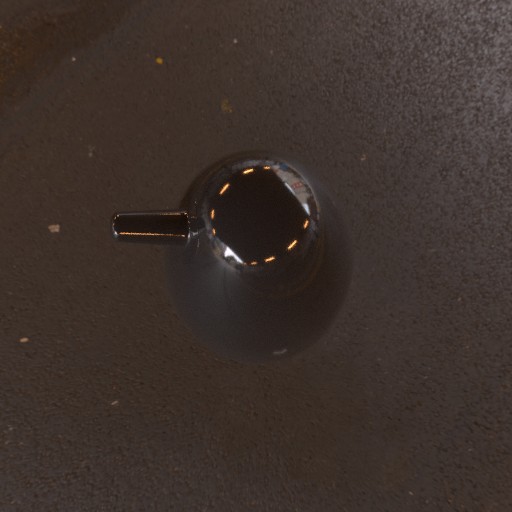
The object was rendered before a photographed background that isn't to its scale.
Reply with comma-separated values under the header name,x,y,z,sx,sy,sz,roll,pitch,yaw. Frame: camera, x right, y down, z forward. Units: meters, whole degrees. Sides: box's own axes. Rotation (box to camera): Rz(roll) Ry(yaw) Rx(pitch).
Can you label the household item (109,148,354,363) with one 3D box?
name,x,y,z,sx,sy,sz,roll,pitch,yaw
household item,0.000,0.000,0.218,0.104,0.152,0.102,-6,76,-2
